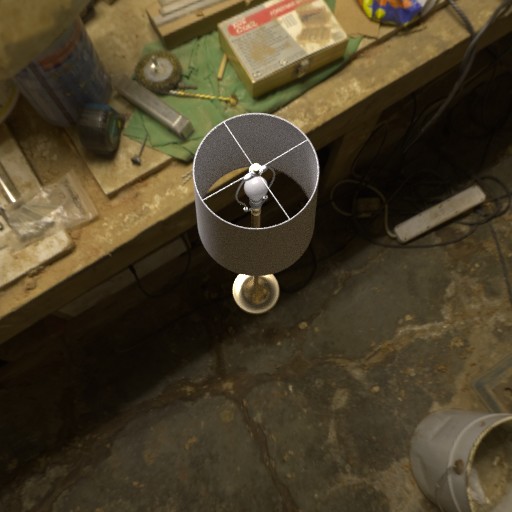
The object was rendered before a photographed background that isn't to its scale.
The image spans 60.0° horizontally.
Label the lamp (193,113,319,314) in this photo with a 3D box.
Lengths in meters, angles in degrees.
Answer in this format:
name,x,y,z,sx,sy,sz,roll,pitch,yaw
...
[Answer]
name,x,y,z,sx,sy,sz,roll,pitch,yaw
lamp,0.000,0.000,1.696,0.337,1.543,0.337,0,76,0
